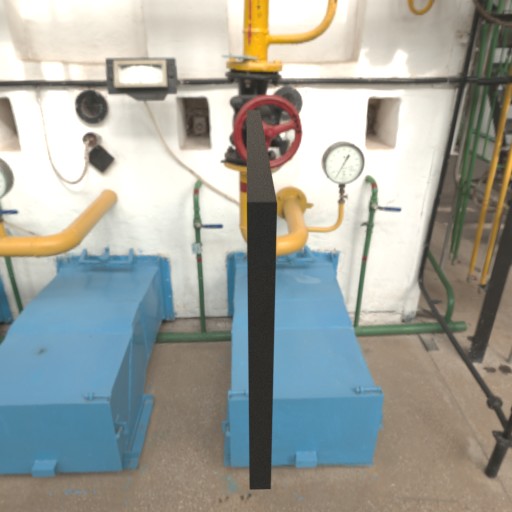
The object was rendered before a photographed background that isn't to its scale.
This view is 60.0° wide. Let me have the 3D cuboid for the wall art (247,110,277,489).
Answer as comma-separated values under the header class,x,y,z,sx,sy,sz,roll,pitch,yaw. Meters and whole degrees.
class,x,y,z,sx,sy,sz,roll,pitch,yaw
wall art,0.000,0.000,0.574,0.021,0.301,0.443,0,26,-1
